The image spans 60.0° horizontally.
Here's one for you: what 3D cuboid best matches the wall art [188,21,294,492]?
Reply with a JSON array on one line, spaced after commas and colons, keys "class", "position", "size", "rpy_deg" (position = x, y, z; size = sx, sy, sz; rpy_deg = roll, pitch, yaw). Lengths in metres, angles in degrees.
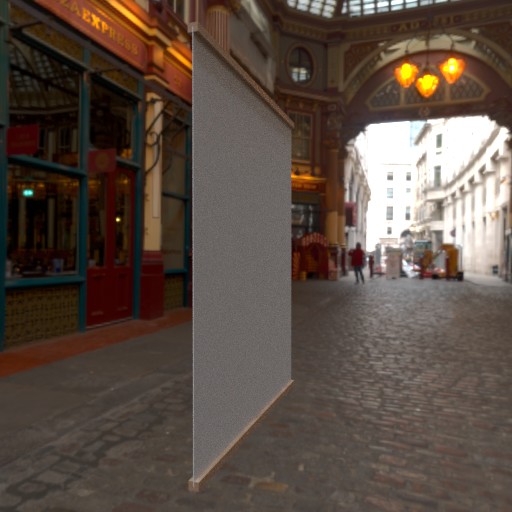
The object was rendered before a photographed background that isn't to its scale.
[{"class": "wall art", "position": [0.000, 0.000, 0.671], "size": [0.012, 0.508, 0.405], "rpy_deg": [0, 1, 20]}]
